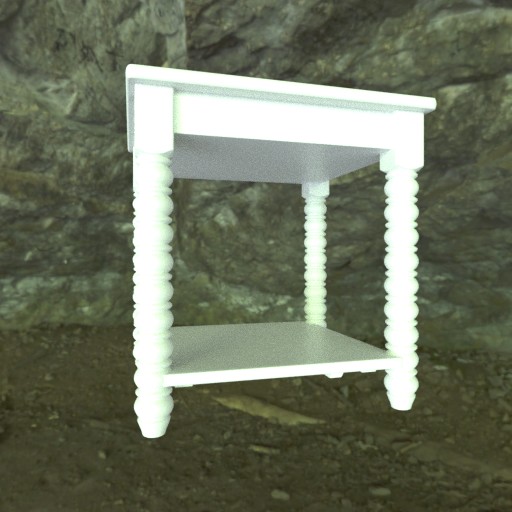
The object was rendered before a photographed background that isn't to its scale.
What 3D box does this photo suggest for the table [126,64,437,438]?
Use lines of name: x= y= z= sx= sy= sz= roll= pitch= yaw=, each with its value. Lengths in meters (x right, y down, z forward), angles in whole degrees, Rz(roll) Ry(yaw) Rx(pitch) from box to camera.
table: x=0.000 y=0.000 z=0.955 sx=0.533 sy=0.563 sz=0.500 roll=0 pitch=0 yaw=-16
